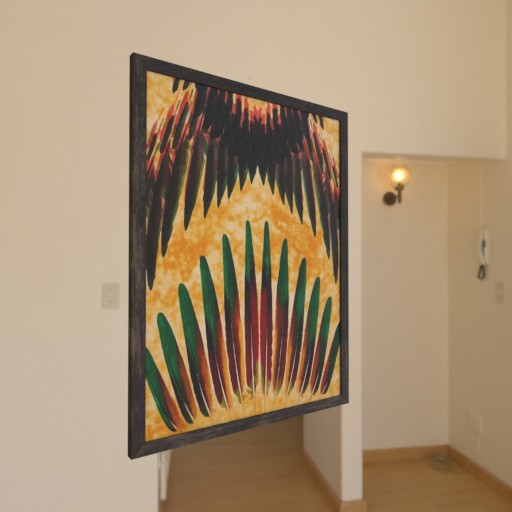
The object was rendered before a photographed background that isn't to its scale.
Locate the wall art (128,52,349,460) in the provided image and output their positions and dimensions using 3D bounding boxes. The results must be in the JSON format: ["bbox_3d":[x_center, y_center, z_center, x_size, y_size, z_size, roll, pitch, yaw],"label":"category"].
[{"bbox_3d":[0.000,0.000,1.404,0.812,1.066,0.029,1,-1,-35],"label":"wall art"}]
